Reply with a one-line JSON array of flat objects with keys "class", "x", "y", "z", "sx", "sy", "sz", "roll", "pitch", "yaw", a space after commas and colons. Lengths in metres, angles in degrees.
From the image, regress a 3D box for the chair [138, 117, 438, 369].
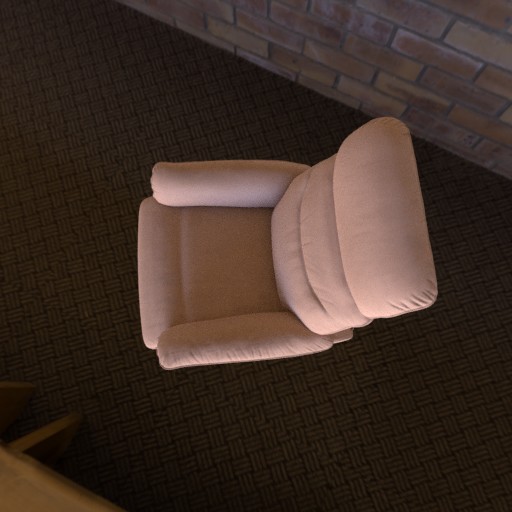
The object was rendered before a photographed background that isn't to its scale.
[{"class": "chair", "x": 0.000, "y": 0.000, "z": 1.772, "sx": 1.004, "sy": 1.037, "sz": 0.820, "roll": -5, "pitch": 77, "yaw": -1}]
